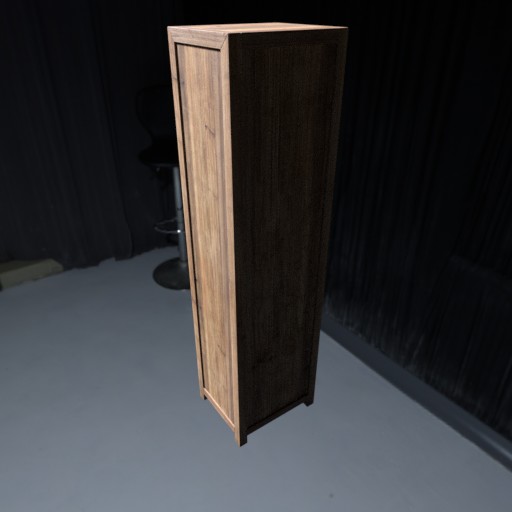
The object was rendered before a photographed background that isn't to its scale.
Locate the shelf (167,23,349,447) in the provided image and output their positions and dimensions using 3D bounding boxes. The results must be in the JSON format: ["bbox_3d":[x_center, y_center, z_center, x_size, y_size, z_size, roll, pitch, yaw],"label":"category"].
[{"bbox_3d":[0.000,0.000,2.067,0.500,1.900,0.428,-19,35,-30],"label":"shelf"}]
